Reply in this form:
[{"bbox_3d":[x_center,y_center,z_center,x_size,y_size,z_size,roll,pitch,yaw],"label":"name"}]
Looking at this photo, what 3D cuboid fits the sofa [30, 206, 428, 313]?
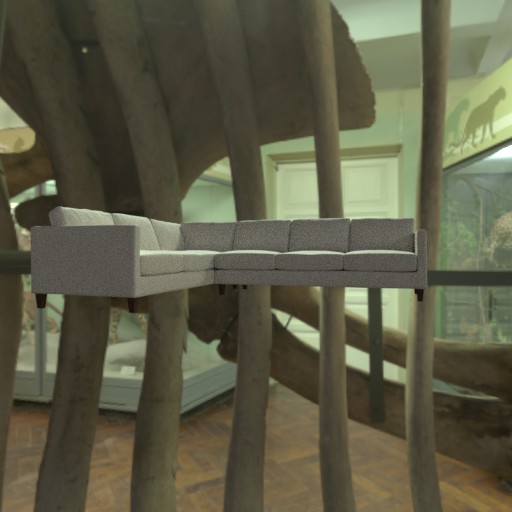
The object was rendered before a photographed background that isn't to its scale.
[{"bbox_3d":[0.000,0.000,4.346,3.182,0.863,2.432,0,1,18],"label":"sofa"}]
